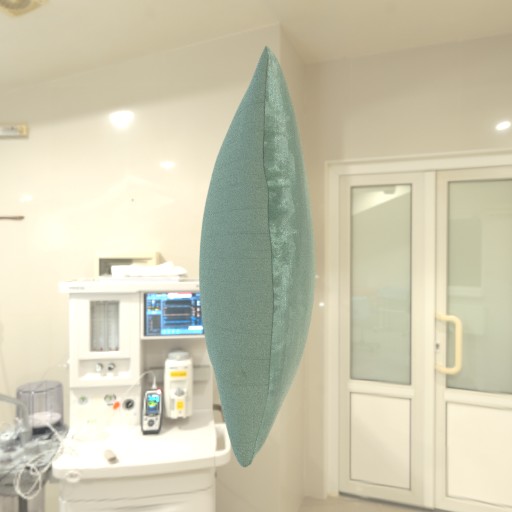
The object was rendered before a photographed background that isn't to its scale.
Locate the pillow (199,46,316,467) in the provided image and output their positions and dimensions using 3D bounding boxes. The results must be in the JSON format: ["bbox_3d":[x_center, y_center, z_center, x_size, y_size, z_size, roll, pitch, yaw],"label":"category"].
[{"bbox_3d":[0.000,0.000,0.715,0.175,0.464,0.470,0,1,-1],"label":"pillow"}]
